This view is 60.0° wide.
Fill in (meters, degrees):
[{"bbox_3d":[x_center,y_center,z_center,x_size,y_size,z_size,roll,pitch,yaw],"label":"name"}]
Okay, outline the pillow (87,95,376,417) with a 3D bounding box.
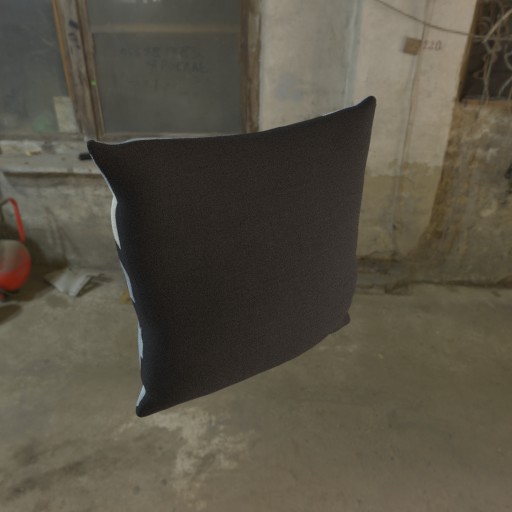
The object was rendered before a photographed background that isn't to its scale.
[{"bbox_3d":[0.000,0.000,0.778,0.503,0.496,0.208,-18,34,-28],"label":"pillow"}]
